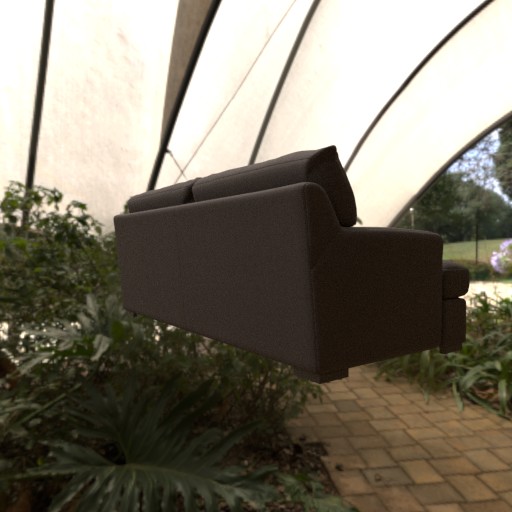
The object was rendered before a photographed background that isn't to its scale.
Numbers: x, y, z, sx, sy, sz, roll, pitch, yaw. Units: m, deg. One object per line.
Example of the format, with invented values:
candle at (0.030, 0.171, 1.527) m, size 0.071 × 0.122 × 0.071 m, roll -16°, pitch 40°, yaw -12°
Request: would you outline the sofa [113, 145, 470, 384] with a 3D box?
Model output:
sofa at (0.000, 0.000, 2.842) m, size 1.140 × 0.950 × 2.271 m, roll -1°, pitch 2°, yaw -36°
